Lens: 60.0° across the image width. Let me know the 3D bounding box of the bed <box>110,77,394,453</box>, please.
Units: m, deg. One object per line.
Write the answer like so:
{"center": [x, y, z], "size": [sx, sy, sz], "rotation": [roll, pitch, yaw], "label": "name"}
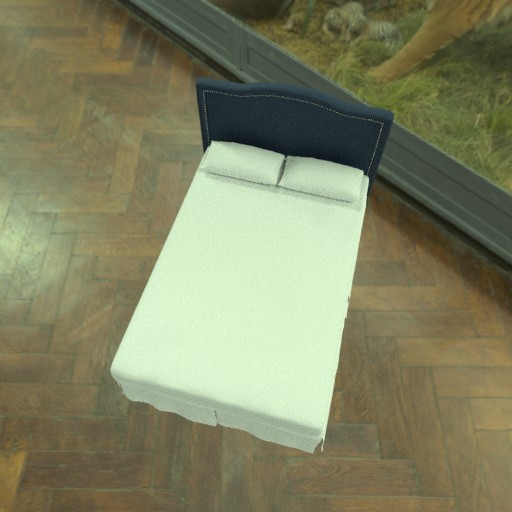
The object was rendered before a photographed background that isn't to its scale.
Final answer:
{"center": [0.000, 0.000, 3.621], "size": [1.741, 1.441, 2.507], "rotation": [13, 60, 8], "label": "bed"}
